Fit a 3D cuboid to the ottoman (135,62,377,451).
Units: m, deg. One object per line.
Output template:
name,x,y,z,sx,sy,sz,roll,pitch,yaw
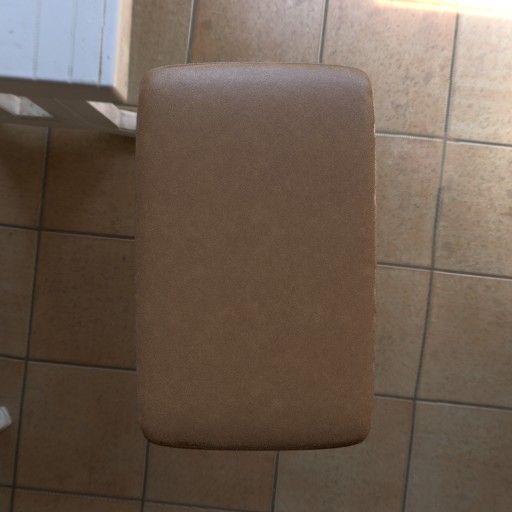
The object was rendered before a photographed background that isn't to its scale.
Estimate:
ottoman,0.000,0.000,0.961,0.420,0.480,0.670,0,91,0
